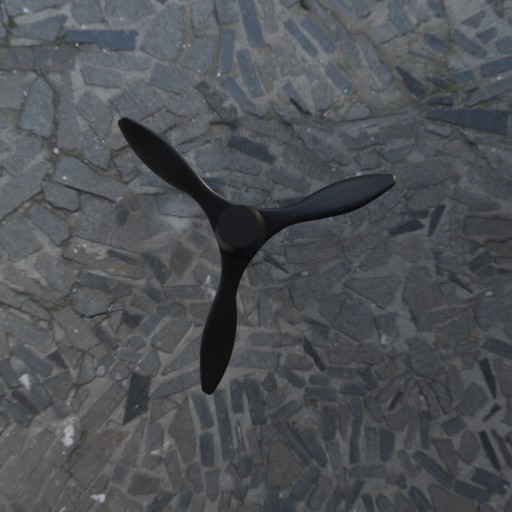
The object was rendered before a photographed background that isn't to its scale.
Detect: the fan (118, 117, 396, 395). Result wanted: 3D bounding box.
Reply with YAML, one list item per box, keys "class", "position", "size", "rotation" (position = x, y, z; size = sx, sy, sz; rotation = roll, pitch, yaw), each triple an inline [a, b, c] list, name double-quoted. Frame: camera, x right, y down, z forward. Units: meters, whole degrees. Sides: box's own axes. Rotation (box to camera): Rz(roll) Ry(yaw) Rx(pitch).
- class: "fan"
  position: [0.000, 0.000, 1.621]
  size: [1.067, 0.305, 1.067]
  rotation: [0, 90, 0]
